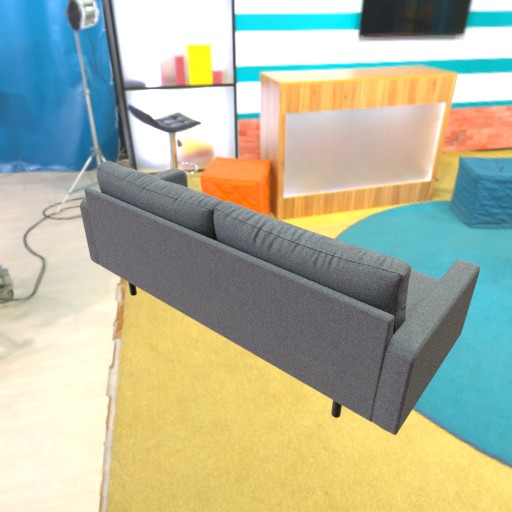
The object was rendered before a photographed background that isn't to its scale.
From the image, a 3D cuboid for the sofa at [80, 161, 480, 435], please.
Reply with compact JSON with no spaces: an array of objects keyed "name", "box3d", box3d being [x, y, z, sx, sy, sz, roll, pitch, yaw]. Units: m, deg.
[{"name":"sofa","box3d":[0.000,0.000,2.584,2.200,0.880,0.880,23,37,33]}]
